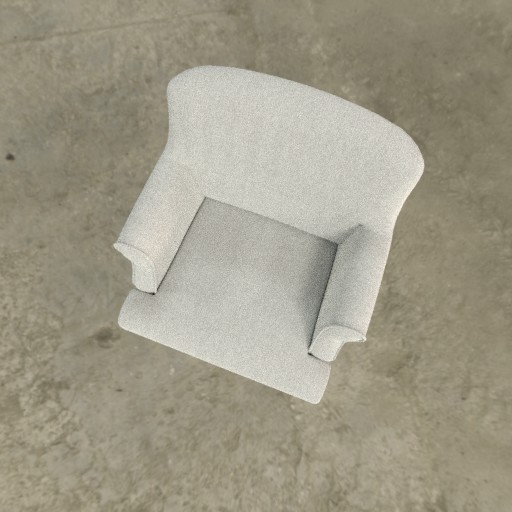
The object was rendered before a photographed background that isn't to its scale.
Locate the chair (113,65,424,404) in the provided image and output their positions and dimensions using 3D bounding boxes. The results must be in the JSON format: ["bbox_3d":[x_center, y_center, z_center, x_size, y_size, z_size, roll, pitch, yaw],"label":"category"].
[{"bbox_3d":[0.000,0.000,1.473,0.781,0.875,0.750,20,75,5],"label":"chair"}]
